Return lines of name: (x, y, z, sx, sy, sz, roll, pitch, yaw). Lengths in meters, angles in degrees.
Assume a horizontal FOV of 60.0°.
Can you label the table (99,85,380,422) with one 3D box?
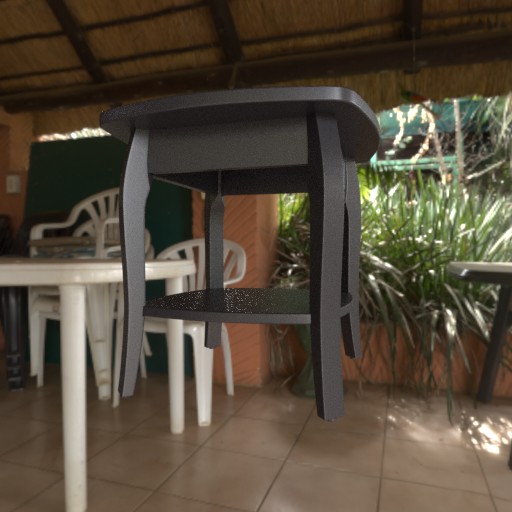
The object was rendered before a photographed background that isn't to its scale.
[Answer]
table: (0.000, 0.000, 0.850, 0.457, 0.457, 0.508, 0, 1, 17)
